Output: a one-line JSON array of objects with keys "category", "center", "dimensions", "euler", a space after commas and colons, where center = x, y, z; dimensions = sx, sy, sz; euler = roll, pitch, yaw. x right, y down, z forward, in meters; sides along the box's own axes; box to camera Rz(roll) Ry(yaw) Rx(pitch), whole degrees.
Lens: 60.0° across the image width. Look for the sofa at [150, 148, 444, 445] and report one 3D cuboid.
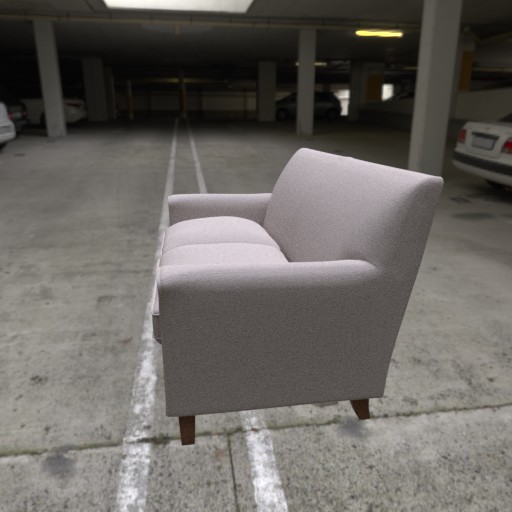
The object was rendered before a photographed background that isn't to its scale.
[{"category": "sofa", "center": [0.000, 0.000, 2.055], "dimensions": [0.888, 0.890, 1.482], "euler": [-3, 17, -9]}]
